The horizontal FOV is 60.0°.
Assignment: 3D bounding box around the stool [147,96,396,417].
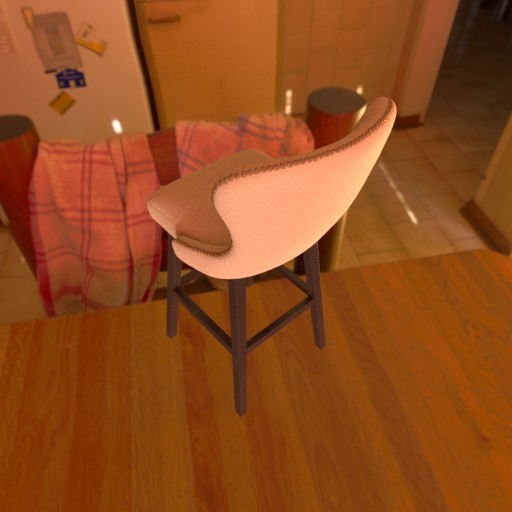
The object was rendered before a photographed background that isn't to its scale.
[{"bbox_3d":[0.000,0.000,1.389,0.528,1.066,0.605,-32,53,-28],"label":"stool"}]
